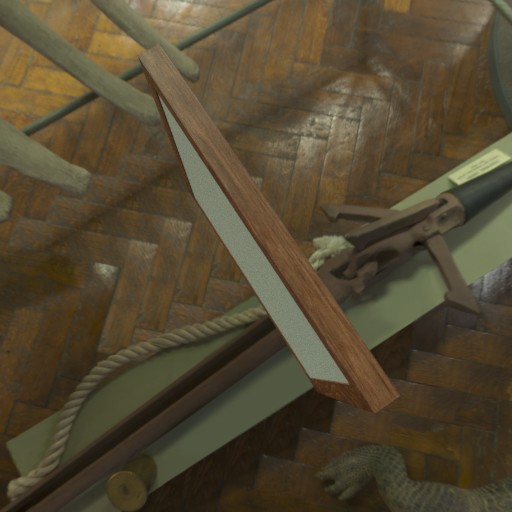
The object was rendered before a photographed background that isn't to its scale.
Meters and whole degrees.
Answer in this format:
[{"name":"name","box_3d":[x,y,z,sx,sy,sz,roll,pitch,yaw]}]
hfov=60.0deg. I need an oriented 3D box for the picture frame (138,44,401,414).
[{"name":"picture frame","box_3d":[0.000,0.000,0.542,0.025,0.330,0.381,-32,78,-8]}]
